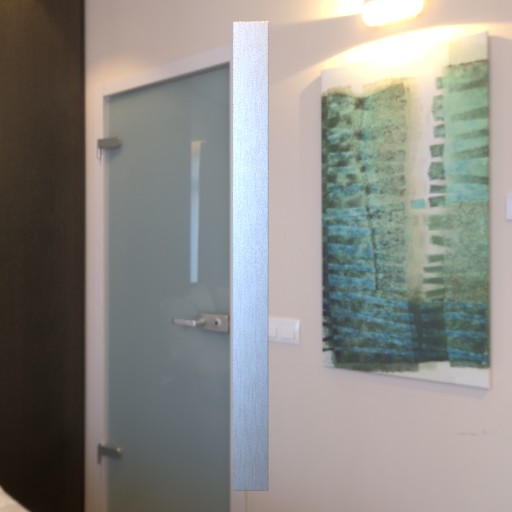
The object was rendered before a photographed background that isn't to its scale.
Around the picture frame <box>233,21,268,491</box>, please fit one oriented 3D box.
[{"bbox_3d":[0.000,0.000,1.332,0.073,0.968,0.839,0,0,2],"label":"picture frame"}]
